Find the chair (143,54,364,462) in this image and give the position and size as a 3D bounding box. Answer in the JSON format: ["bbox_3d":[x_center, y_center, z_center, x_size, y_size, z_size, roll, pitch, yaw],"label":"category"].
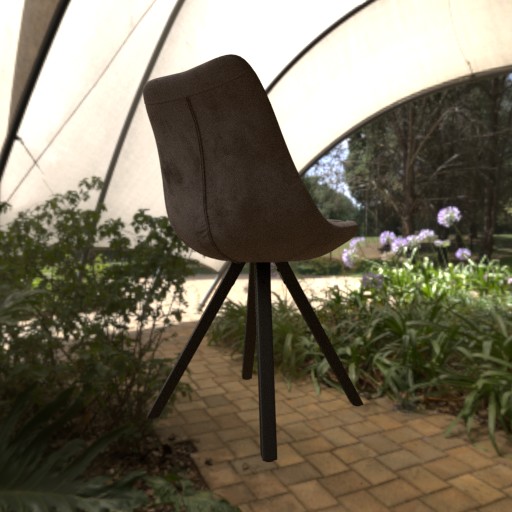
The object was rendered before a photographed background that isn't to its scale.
[{"bbox_3d":[0.000,0.000,1.204,0.485,0.850,0.550,1,2,37],"label":"chair"}]
